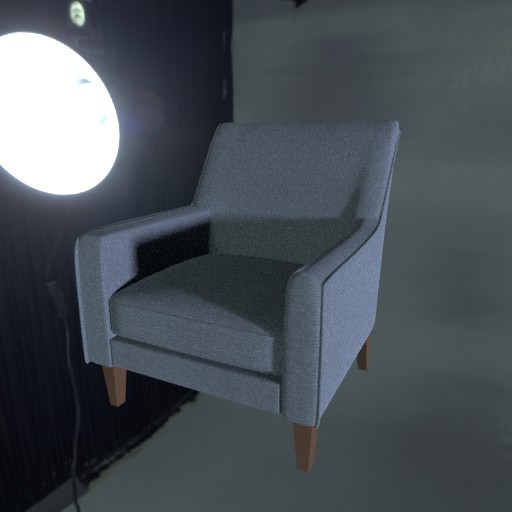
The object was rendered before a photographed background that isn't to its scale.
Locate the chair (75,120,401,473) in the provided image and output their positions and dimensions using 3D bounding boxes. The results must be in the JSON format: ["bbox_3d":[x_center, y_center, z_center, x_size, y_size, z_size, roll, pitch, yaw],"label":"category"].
[{"bbox_3d":[0.000,0.000,1.547,0.780,0.919,0.899,7,17,26],"label":"chair"}]
